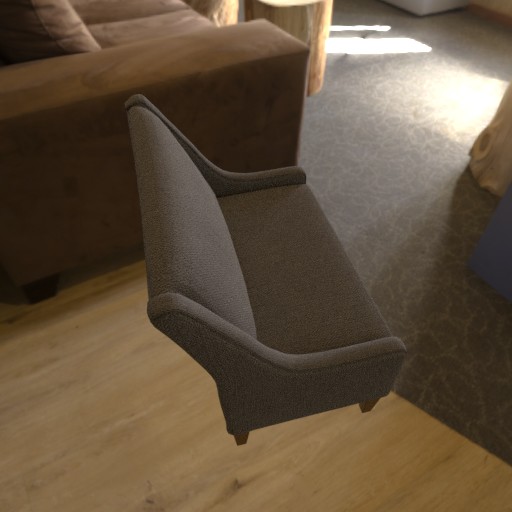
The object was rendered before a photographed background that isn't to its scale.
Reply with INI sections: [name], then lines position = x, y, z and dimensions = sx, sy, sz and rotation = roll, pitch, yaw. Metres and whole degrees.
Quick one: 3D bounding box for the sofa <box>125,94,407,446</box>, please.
[sofa]
position = 0.000, 0.000, 1.939
dimensions = 0.873, 1.022, 1.242
rotation = -11, 47, -10
